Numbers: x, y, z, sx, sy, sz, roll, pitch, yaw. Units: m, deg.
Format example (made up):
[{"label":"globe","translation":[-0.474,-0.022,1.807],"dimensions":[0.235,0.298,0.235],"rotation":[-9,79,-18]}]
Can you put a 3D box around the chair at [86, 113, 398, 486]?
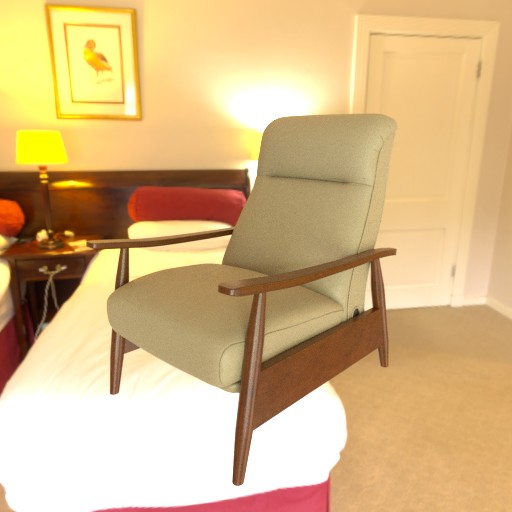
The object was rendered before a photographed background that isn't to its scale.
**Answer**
[{"label":"chair","translation":[0.000,0.000,1.740],"dimensions":[0.762,1.082,1.014],"rotation":[14,21,41]}]
